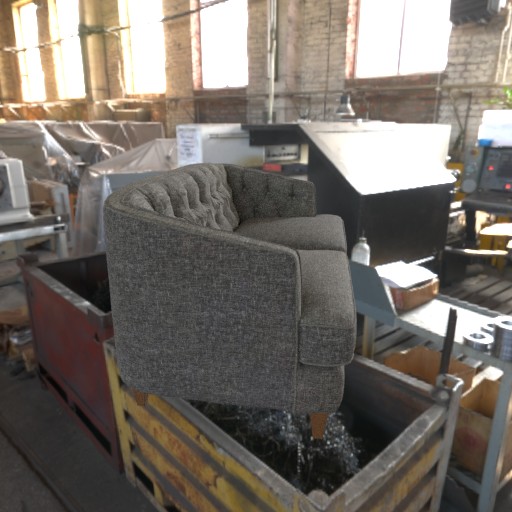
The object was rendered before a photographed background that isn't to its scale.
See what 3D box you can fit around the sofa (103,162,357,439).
[{"bbox_3d":[0.000,0.000,2.285,0.941,0.855,1.733,3,17,9],"label":"sofa"}]
